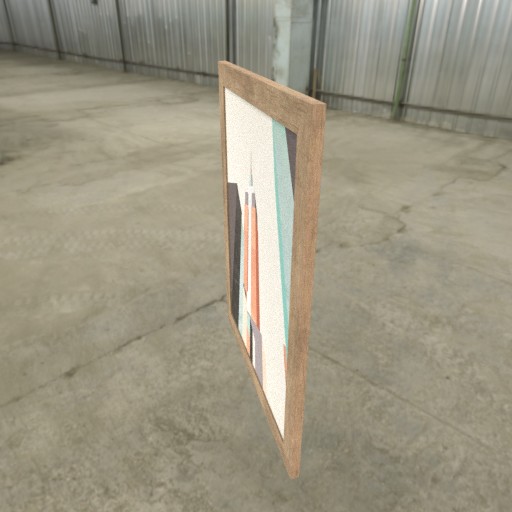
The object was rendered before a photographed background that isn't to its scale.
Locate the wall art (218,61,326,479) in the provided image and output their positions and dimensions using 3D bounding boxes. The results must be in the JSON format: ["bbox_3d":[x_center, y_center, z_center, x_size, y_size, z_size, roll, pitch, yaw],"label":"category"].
[{"bbox_3d":[0.000,0.000,0.905,0.018,0.686,0.534,-8,30,-14],"label":"wall art"}]
